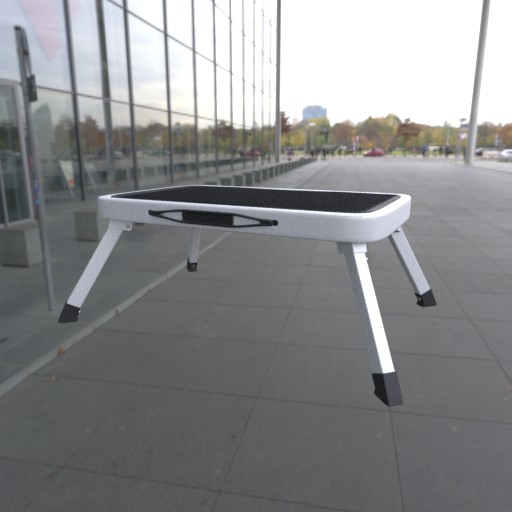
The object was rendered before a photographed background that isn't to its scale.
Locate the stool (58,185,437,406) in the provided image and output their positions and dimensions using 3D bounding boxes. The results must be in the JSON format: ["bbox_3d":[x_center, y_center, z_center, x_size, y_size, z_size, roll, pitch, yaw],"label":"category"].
[{"bbox_3d":[0.000,0.000,0.622,0.460,0.170,0.320,7,15,26],"label":"stool"}]
